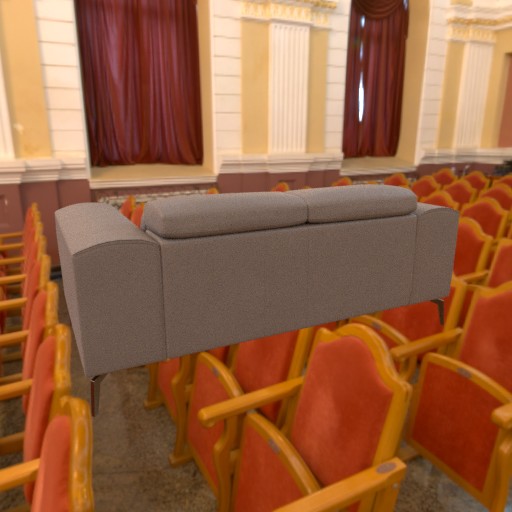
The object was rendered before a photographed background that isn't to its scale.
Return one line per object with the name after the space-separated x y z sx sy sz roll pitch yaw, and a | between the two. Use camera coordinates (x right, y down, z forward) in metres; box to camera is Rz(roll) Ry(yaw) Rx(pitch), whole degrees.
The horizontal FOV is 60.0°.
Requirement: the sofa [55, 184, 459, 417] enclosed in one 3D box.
0.000 0.000 2.357 1.895 0.779 1.003 -8 17 -26 | sofa
